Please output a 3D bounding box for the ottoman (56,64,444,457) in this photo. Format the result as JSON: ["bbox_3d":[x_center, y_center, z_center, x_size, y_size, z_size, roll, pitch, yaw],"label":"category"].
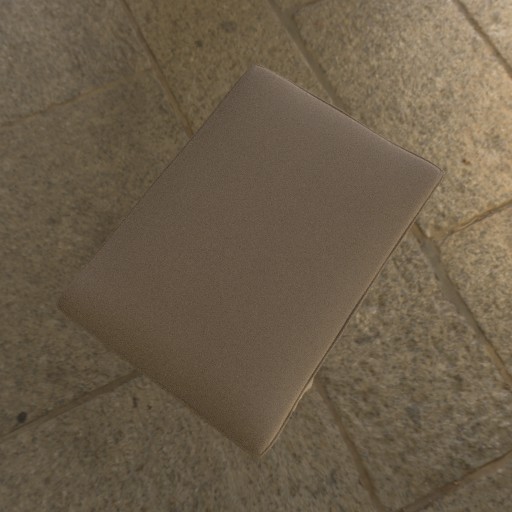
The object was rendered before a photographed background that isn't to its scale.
[{"bbox_3d":[0.000,0.000,1.349,0.721,0.482,0.959,34,77,9],"label":"ottoman"}]
